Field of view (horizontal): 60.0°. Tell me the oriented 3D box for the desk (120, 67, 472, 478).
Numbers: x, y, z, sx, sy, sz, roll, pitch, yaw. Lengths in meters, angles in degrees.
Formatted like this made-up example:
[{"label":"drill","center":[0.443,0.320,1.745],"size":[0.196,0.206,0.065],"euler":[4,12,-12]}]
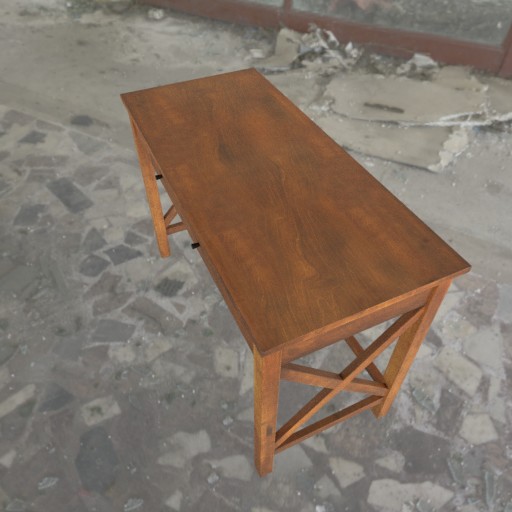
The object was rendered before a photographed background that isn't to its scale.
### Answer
[{"label":"desk","center":[0.000,0.000,1.507],"size":[0.508,0.762,1.117],"euler":[-19,49,-17]}]
